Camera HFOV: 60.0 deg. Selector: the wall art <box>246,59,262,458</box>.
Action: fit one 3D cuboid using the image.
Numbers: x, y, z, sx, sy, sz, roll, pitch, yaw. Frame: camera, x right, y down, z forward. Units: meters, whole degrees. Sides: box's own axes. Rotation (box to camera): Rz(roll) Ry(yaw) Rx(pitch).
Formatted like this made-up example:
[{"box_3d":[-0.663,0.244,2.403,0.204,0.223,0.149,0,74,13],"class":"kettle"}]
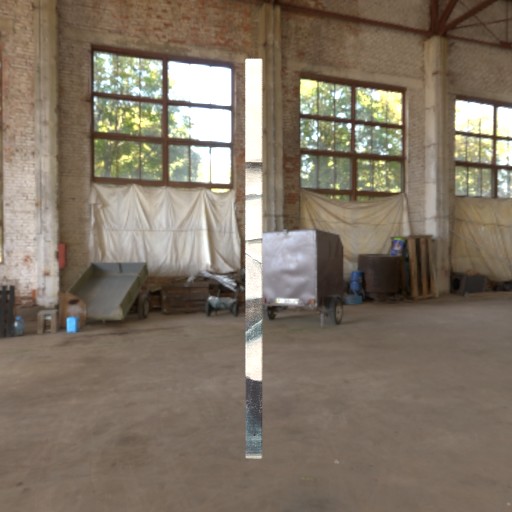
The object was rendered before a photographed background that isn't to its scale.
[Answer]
[{"box_3d":[0.000,0.000,1.620,0.039,0.915,1.219,0,1,0],"class":"wall art"}]
